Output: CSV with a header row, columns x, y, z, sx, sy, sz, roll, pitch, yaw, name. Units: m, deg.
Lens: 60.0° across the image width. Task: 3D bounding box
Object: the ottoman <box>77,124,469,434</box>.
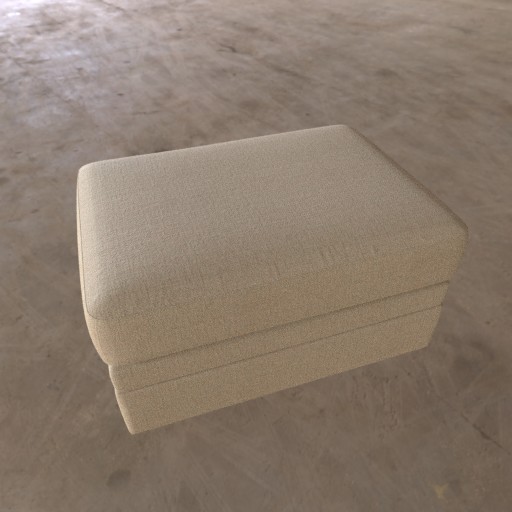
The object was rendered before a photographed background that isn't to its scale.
x,y,z,sx,sy,sz,roll,pitch,yaw,name
0.000,0.000,1.248,0.885,0.478,0.637,-12,42,-14,ottoman
